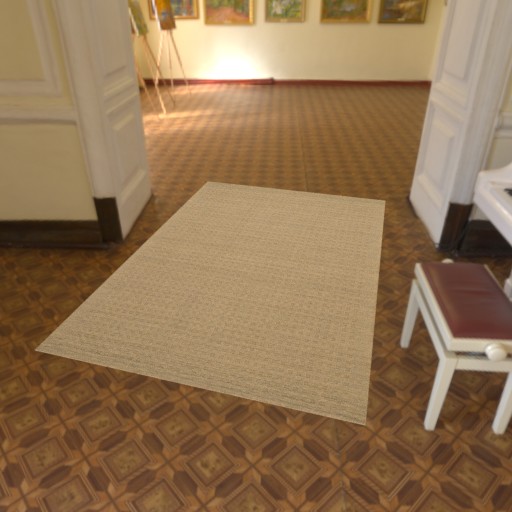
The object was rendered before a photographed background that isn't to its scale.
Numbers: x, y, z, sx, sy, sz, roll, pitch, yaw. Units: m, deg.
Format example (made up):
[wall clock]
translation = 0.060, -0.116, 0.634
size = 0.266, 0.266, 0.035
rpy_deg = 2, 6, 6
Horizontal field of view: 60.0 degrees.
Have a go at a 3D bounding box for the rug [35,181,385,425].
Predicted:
[rug]
translation = 0.000, 0.000, 3.668
size = 1.981, 0.006, 2.895
rpy_deg = 8, 32, 14
